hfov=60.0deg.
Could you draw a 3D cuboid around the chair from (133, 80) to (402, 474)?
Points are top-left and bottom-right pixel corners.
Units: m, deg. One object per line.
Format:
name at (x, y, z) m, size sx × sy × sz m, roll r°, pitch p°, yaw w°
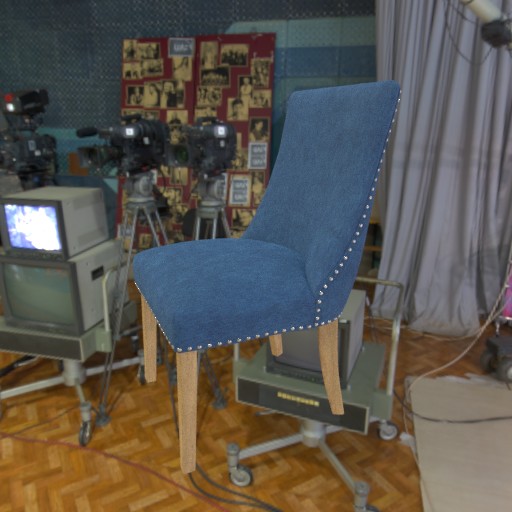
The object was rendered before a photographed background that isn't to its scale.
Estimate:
chair at (0.000, 0.000, 1.233) m, size 0.610 × 0.902 × 0.495 m, roll -8°, pitch 19°, yaw -24°
